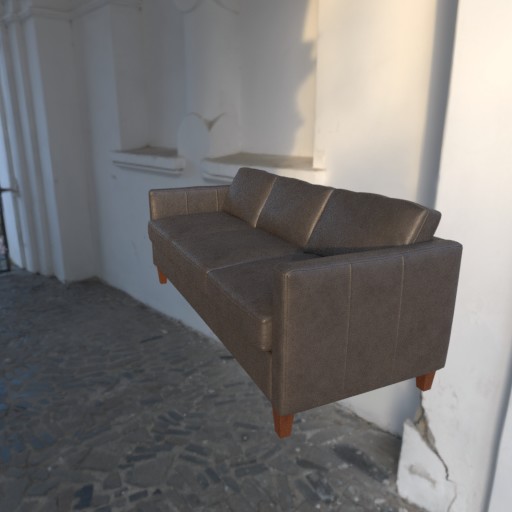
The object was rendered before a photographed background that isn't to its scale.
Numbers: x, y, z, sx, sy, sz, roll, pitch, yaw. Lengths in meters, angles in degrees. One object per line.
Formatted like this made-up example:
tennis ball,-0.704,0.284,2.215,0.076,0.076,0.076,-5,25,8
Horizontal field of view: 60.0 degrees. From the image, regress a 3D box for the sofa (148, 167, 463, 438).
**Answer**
sofa,0.000,0.000,3.022,1.045,1.006,2.464,-8,18,-24
